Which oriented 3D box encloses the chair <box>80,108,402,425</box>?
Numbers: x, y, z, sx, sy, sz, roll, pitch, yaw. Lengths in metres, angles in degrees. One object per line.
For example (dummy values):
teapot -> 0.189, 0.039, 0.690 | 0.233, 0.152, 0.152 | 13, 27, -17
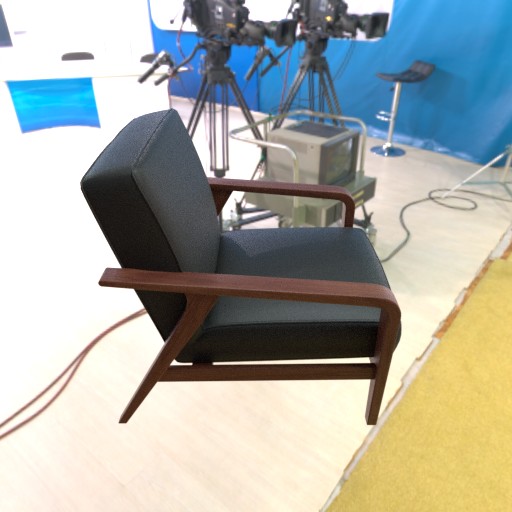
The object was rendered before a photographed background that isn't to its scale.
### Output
chair -> 0.000, 0.000, 1.495 | 0.889, 0.861, 0.719 | 0, 32, 0
